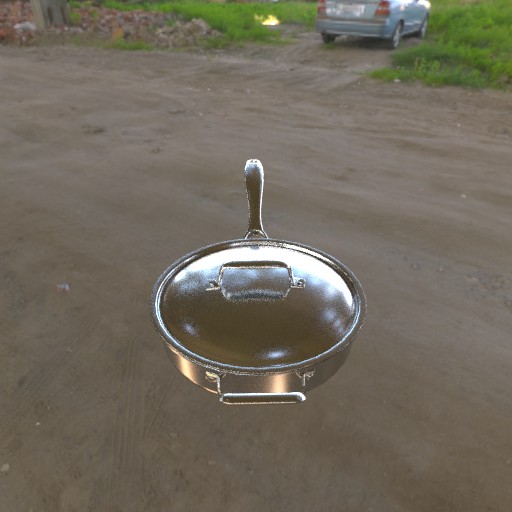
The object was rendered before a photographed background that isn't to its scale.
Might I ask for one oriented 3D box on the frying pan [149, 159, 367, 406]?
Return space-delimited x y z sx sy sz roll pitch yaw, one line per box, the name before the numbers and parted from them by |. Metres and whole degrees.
frying pan | 0.000 0.000 0.670 0.280 0.114 0.561 -1 33 -1
